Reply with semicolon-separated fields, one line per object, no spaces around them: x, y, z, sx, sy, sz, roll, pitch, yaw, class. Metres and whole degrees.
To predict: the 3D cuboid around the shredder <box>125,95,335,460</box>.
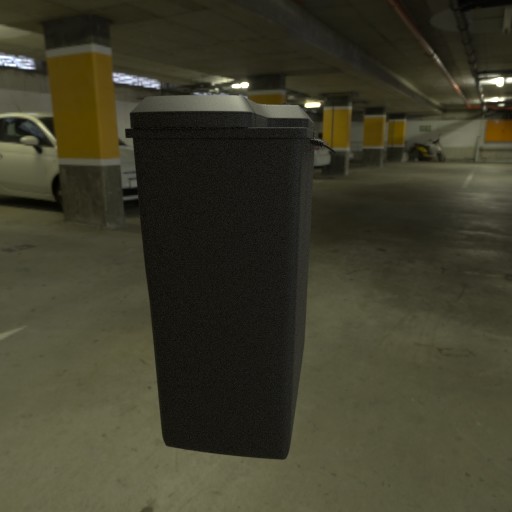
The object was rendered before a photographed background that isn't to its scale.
0.000;0.000;0.512;0.170;0.335;0.320;2;15;9;shredder
